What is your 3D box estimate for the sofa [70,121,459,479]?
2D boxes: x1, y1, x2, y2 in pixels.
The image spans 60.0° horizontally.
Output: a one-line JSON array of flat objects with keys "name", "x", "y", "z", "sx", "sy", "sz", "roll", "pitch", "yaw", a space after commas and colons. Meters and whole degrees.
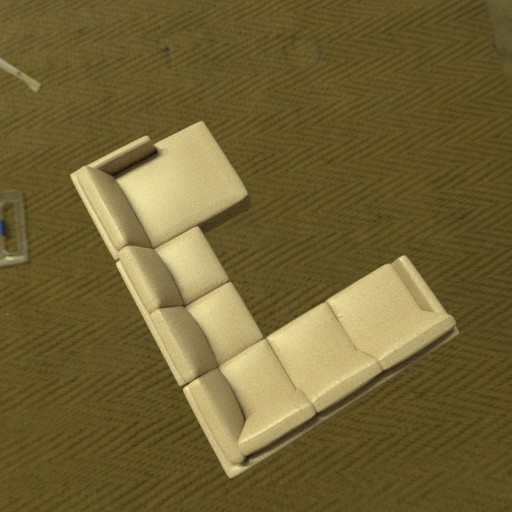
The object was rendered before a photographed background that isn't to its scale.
[{"name": "sofa", "x": 0.000, "y": 0.000, "z": 4.709, "sx": 2.594, "sy": 0.961, "sz": 3.460, "roll": -30, "pitch": 78, "yaw": -7}]
